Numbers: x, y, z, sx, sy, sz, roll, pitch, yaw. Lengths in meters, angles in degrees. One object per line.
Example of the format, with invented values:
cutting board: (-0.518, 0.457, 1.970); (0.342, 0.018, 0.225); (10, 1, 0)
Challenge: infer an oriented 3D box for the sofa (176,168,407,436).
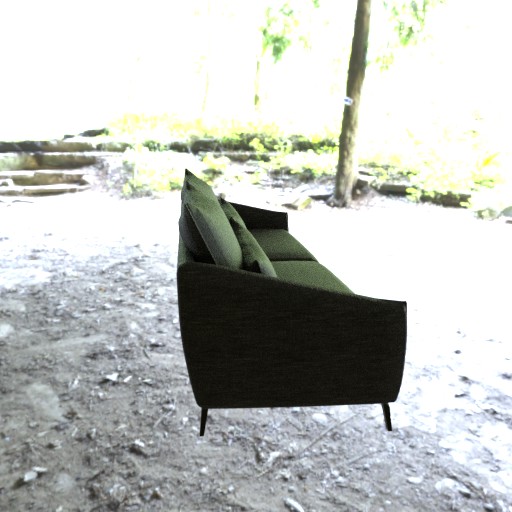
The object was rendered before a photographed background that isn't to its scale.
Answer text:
sofa: (0.000, 0.000, 2.429); (0.807, 0.843, 2.019); (-2, 15, -8)
